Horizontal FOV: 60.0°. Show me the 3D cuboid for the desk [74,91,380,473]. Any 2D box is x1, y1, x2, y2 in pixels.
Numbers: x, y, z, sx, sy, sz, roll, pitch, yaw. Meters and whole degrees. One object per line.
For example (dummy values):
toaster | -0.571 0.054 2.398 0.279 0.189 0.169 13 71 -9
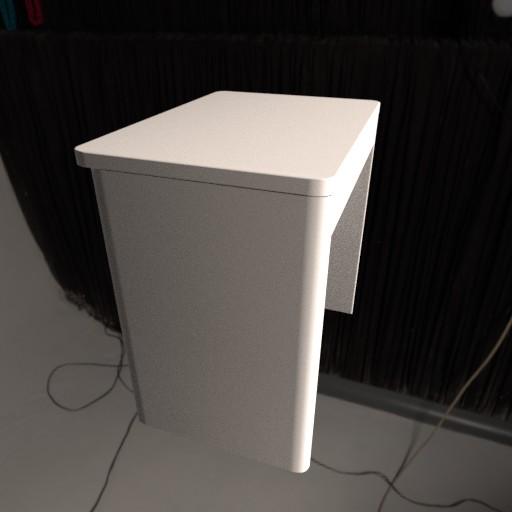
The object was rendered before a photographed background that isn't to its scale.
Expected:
desk | 0.000 0.000 1.333 0.549 0.800 0.762 10 31 17
